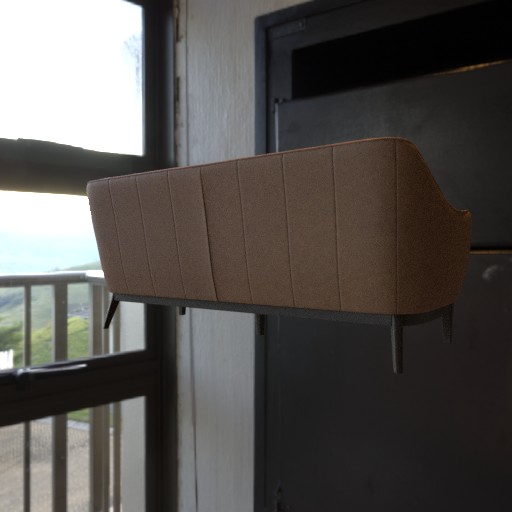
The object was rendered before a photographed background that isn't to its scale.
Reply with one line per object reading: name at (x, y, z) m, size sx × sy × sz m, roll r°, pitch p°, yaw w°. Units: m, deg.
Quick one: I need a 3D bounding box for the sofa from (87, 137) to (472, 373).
sofa at (0.000, 0.000, 2.297) m, size 1.928 × 0.830 × 0.869 m, roll 0°, pitch 0°, yaw 34°
